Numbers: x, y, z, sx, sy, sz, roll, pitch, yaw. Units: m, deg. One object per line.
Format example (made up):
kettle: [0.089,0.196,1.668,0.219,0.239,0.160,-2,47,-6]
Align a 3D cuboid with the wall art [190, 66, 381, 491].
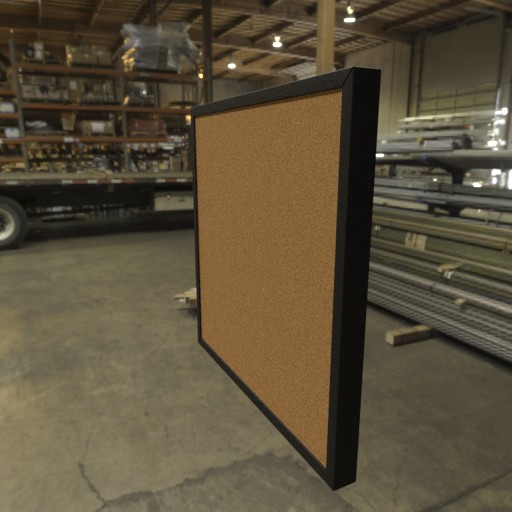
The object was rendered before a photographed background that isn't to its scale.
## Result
wall art: [0.000,0.000,0.735,0.037,0.508,0.508,-7,15,-26]
